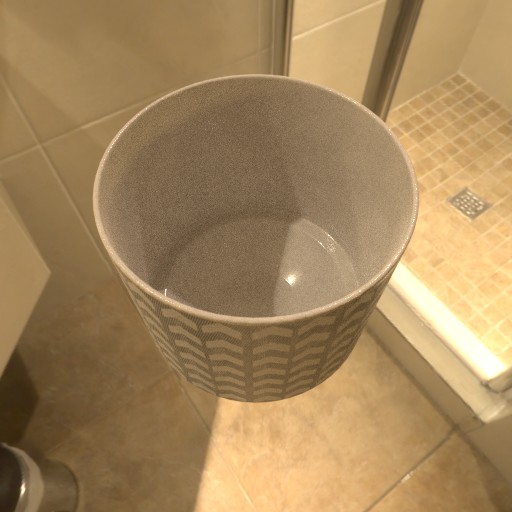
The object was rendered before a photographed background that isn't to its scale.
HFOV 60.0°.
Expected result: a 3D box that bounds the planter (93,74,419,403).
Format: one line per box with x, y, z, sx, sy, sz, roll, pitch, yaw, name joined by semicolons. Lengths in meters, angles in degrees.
0.000;0.000;0.446;0.250;0.239;0.250;0;58;0;planter
